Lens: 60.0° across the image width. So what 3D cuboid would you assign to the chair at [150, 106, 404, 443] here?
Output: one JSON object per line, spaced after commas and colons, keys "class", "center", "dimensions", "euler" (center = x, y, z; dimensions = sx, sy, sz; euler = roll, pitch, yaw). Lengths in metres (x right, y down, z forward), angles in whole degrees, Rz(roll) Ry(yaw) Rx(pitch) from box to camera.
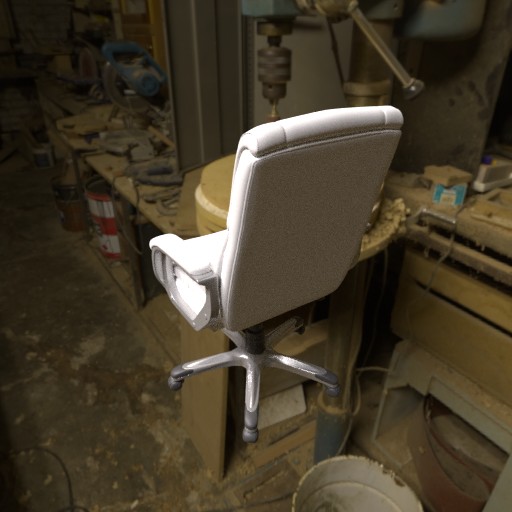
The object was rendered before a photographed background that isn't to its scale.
{"class": "chair", "center": [0.000, 0.000, 1.577], "dimensions": [0.687, 1.120, 0.738], "euler": [-18, 34, -29]}
